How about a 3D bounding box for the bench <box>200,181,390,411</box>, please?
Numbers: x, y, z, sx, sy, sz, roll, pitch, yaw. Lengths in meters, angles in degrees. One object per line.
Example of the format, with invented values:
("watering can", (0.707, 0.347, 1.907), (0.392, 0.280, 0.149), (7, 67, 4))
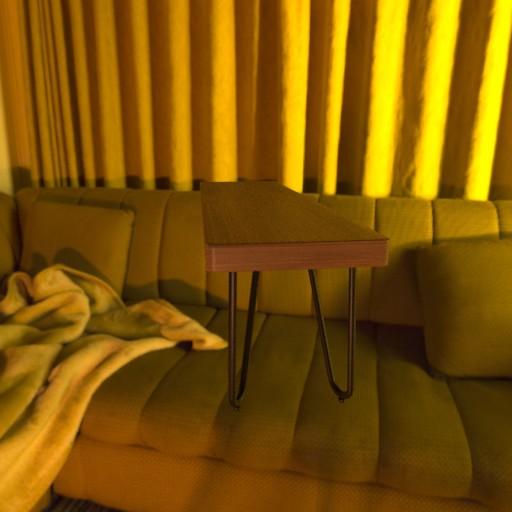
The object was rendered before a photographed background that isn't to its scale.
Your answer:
("bench", (0.000, 0.000, 1.785), (0.425, 0.462, 1.570), (-2, 15, -7))
